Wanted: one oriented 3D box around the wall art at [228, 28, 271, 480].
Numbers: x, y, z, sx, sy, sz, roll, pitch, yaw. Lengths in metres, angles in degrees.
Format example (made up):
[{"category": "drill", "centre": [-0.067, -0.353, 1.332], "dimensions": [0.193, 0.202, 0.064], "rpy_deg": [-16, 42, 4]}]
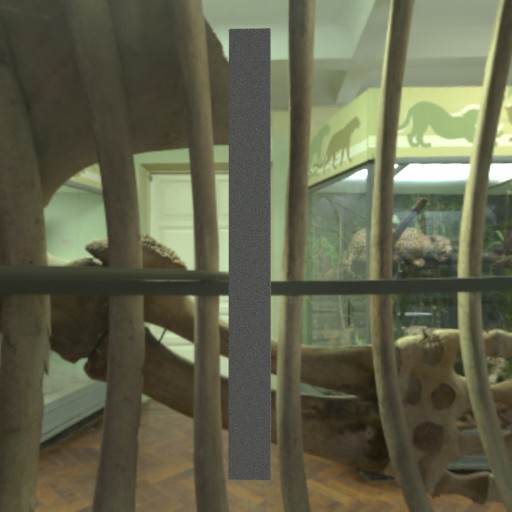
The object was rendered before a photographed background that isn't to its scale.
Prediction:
[{"category": "wall art", "centre": [0.000, 0.000, 0.601], "dimensions": [0.038, 0.406, 0.406], "rpy_deg": [0, -1, 2]}]
